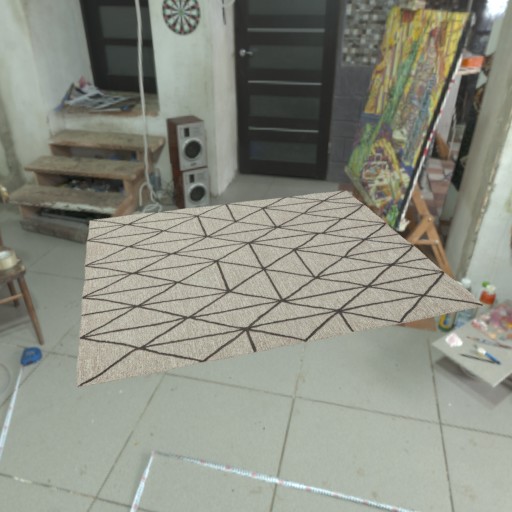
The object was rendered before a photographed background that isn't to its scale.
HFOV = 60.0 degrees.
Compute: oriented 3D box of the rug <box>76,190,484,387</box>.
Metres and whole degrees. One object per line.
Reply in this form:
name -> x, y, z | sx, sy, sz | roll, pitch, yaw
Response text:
rug -> 0.000, 0.000, 4.138 | 3.061, 0.022, 2.468 | -8, 32, -14
